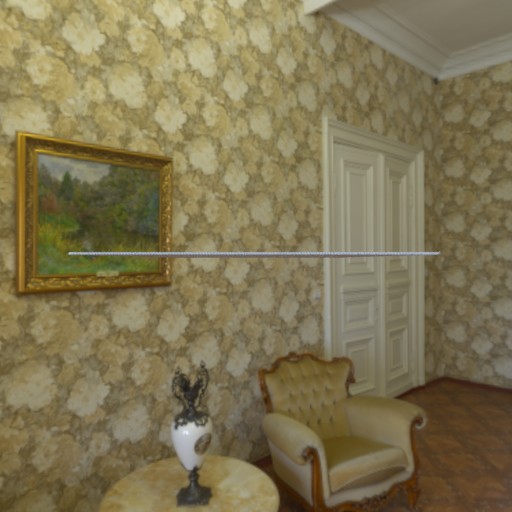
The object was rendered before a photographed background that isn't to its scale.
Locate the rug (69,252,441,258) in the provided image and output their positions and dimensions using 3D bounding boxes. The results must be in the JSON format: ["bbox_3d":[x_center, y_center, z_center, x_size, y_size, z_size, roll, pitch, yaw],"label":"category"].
[{"bbox_3d":[0.000,0.000,3.807,2.005,0.014,2.878,0,-1,0],"label":"rug"}]
